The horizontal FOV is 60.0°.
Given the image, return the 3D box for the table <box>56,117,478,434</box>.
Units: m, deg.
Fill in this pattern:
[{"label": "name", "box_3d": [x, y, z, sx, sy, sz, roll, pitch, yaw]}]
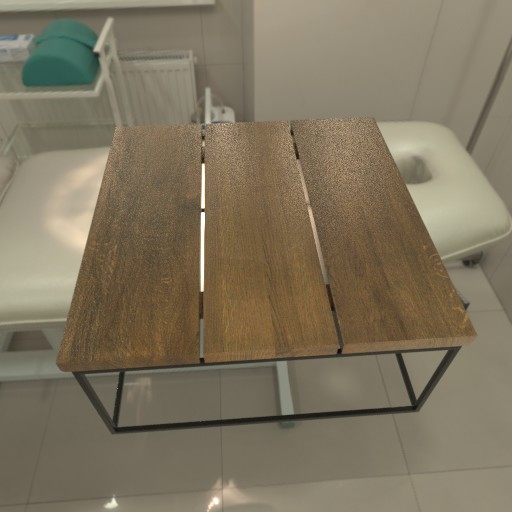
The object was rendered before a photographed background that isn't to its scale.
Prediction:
[{"label": "table", "box_3d": [0.000, 0.000, 1.390, 0.900, 0.400, 0.900, -3, 48, -3]}]
